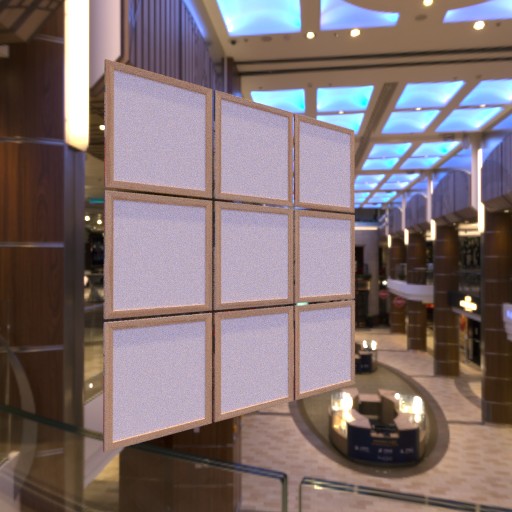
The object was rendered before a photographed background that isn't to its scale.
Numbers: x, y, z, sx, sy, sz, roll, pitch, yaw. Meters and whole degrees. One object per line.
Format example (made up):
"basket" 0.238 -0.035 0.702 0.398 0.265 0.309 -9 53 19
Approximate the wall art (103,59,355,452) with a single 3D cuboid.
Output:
"wall art" 0.000 0.000 2.207 1.519 1.534 0.013 0 -1 -39
